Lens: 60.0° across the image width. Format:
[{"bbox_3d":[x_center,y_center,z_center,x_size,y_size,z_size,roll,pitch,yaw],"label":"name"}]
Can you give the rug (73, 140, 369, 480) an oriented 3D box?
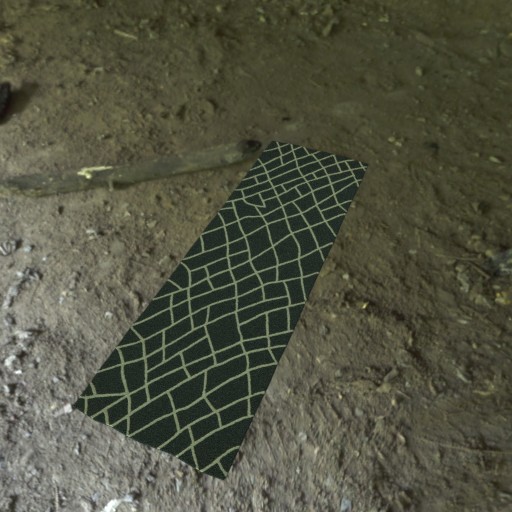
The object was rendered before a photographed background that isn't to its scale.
[{"bbox_3d":[0.000,0.000,2.723,0.807,0.010,2.476,18,50,16],"label":"rug"}]
